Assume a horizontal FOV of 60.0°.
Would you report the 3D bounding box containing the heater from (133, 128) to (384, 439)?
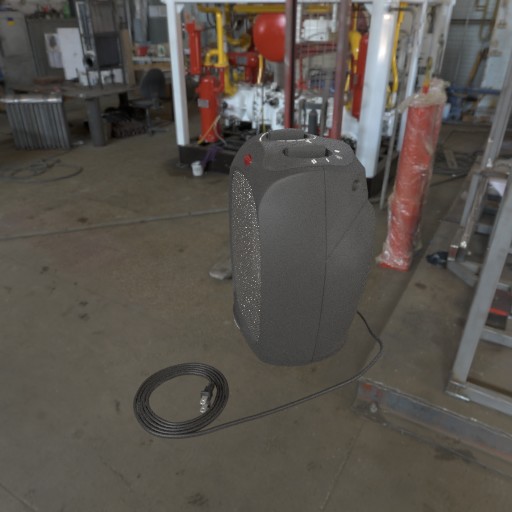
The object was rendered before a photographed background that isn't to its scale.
[{"bbox_3d":[0.000,0.000,0.479,0.291,0.240,0.239,-7,30,-13],"label":"heater"}]
